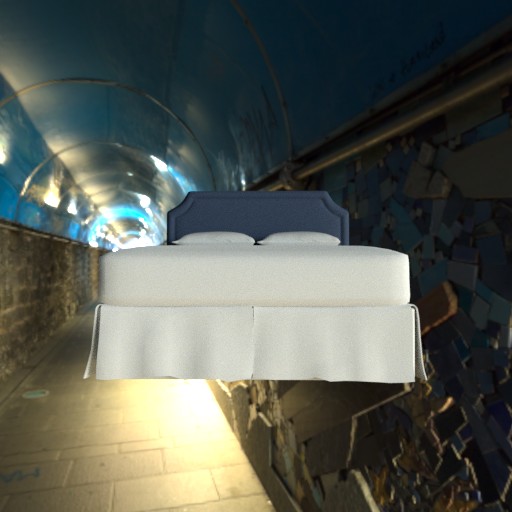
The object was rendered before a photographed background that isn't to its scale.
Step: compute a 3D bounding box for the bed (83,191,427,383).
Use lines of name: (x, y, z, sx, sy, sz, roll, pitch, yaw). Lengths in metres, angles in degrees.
bed: (0.000, 0.000, 3.366, 1.831, 1.297, 2.260, 0, 0, 1)
